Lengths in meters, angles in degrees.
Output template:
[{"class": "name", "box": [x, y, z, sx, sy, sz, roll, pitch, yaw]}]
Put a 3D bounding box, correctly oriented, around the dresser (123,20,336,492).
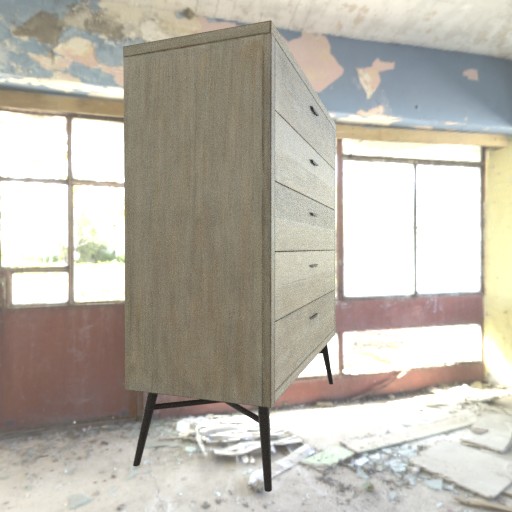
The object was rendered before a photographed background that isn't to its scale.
[{"class": "dresser", "box": [0.000, 0.000, 1.689, 0.457, 1.219, 1.016, 0, 1, 19]}]
